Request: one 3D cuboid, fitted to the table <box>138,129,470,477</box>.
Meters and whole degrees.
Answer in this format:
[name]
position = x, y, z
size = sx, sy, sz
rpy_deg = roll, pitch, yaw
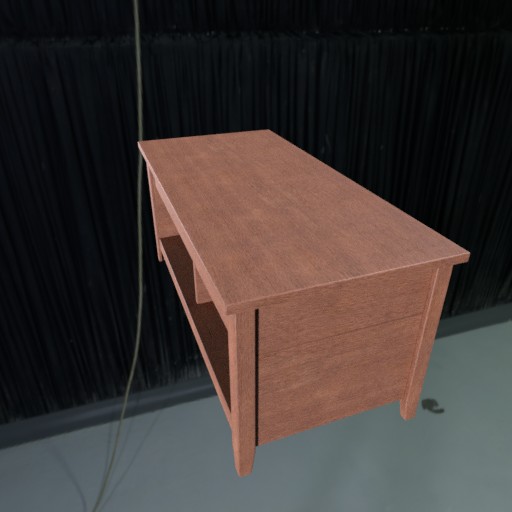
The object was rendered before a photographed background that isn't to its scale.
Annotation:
[table]
position = 0.000, 0.000, 1.287
size = 0.483, 0.457, 1.016
rpy_deg = -10, 31, -18
